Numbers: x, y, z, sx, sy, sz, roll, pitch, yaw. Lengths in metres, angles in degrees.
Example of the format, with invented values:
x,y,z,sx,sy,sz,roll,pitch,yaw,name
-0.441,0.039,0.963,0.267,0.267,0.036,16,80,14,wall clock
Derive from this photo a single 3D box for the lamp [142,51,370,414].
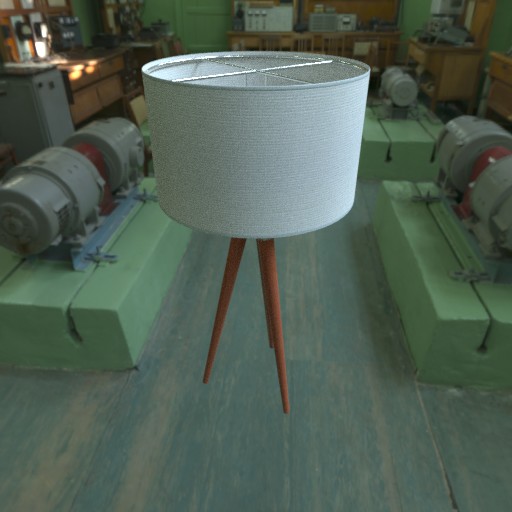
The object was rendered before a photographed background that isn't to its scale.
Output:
x,y,z,sx,sy,sz,roll,pitch,yaw,name
0.000,0.000,0.887,0.354,0.709,0.355,2,31,3,lamp
